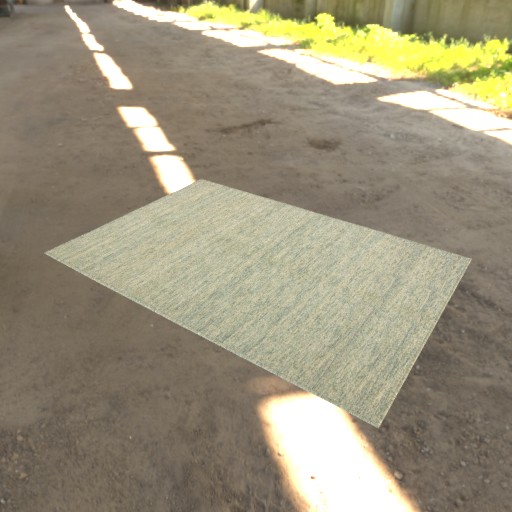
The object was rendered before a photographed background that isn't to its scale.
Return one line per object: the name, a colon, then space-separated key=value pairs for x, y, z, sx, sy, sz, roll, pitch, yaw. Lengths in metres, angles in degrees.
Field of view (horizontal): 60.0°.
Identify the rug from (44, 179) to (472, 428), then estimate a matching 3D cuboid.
rug: x=0.000 y=0.000 z=2.312 sx=1.850 sy=0.015 sz=1.250 roll=21 pitch=37 yaw=29
